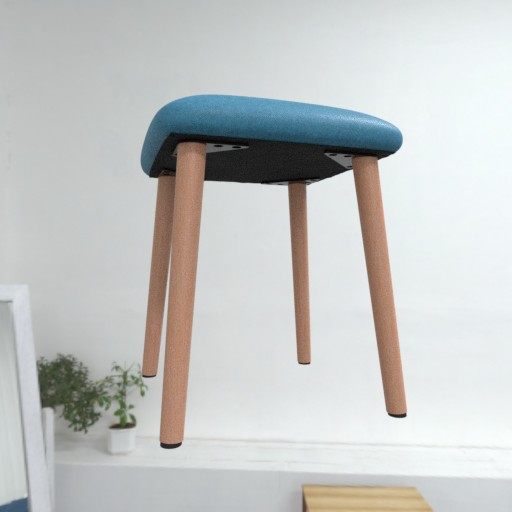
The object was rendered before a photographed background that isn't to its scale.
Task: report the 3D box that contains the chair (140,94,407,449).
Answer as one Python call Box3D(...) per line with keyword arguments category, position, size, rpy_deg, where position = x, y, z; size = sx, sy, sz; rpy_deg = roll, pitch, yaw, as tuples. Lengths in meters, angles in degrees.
Box3D(category="chair", position=(0.000, 0.000, 0.729), size=(0.360, 0.450, 0.360), rpy_deg=(0, 0, -18))
